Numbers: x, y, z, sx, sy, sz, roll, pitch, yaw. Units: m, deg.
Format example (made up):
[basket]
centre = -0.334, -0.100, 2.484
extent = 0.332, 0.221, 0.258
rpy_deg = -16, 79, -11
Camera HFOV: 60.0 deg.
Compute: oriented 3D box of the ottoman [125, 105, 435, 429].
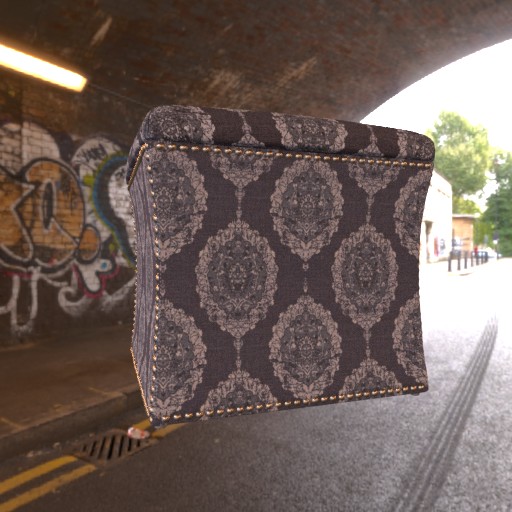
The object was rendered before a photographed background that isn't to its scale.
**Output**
[ottoman]
centre = 0.000, 0.000, 0.899
extent = 0.497, 0.475, 0.507
rpy_deg = 0, 1, -19
